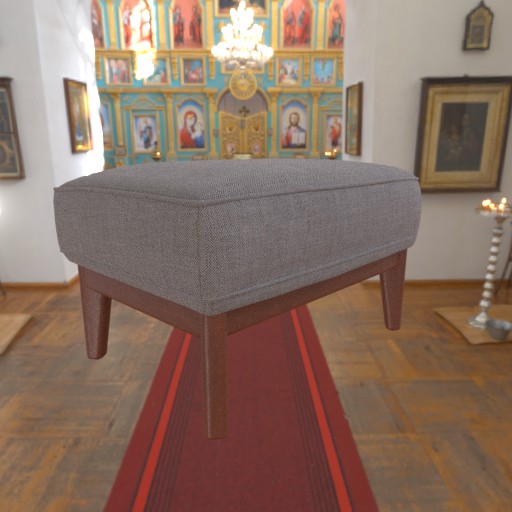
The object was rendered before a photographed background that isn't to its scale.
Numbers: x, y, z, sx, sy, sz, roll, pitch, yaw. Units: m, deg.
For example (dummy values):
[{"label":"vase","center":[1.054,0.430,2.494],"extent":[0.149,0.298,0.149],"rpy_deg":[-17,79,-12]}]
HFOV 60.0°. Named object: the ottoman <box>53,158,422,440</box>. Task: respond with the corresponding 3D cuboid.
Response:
[{"label":"ottoman","center":[0.000,0.000,1.080],"extent":[0.555,0.458,0.750],"rpy_deg":[13,19,42]}]
